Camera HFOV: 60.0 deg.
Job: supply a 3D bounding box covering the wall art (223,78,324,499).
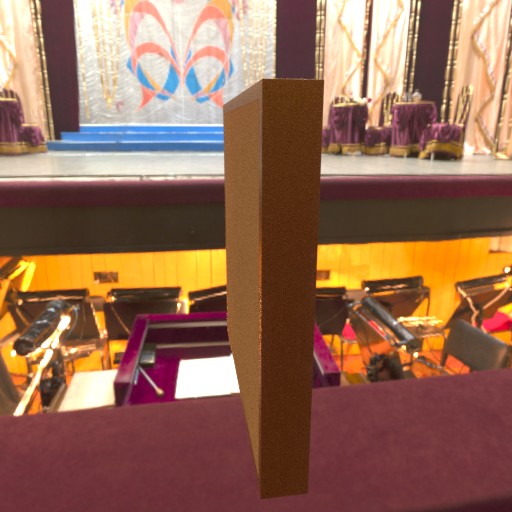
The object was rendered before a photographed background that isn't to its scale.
[{"bbox_3d":[0.000,0.000,0.450,0.038,0.305,0.306,-2,16,-8],"label":"wall art"}]
